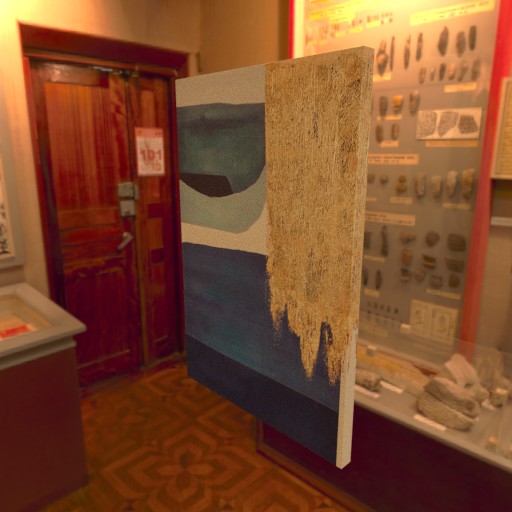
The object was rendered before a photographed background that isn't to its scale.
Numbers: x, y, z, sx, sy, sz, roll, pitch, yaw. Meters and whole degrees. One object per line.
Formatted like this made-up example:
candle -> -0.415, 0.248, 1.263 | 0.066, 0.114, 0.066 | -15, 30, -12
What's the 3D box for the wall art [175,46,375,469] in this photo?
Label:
wall art -> 0.000, 0.000, 1.149 | 0.039, 0.911, 0.607 | -13, 19, -43
